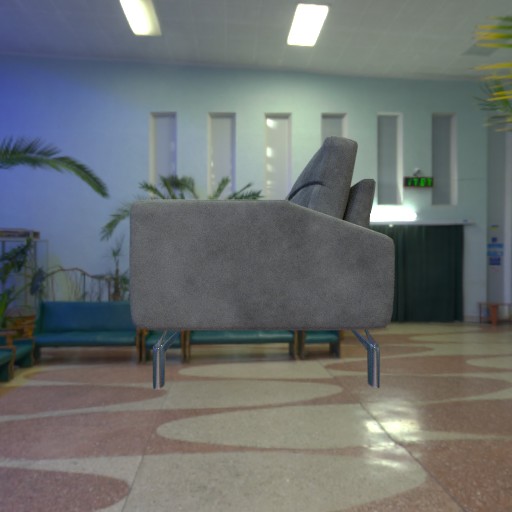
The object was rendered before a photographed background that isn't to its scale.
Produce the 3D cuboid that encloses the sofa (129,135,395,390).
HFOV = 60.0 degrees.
[{"bbox_3d":[0.000,0.000,2.300,0.849,0.859,1.837,0,0,-1],"label":"sofa"}]
